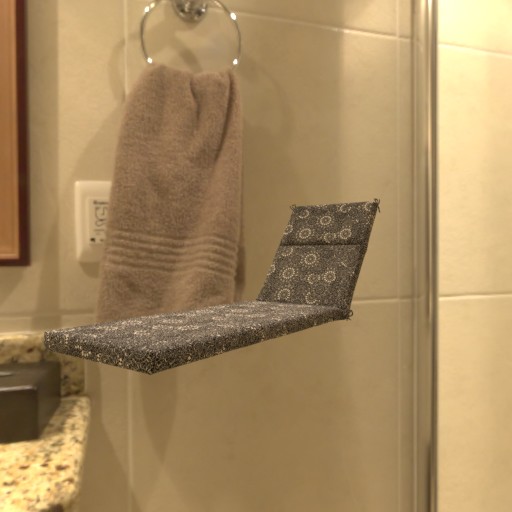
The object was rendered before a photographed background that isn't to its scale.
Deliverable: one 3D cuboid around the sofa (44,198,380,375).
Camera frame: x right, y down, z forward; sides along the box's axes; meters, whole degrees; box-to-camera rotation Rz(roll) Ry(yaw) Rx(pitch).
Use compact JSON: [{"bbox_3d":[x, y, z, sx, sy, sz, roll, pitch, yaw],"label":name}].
[{"bbox_3d":[0.000,0.000,1.950,0.582,0.622,1.663,0,1,35],"label":"sofa"}]
